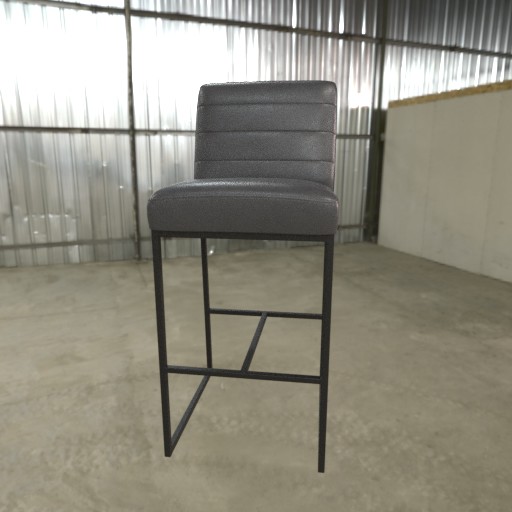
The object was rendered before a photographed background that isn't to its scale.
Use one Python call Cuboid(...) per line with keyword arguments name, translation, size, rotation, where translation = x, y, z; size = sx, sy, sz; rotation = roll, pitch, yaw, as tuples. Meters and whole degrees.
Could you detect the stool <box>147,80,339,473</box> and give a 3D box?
Cuboid(name="stool", translation=(0.000, 0.000, 1.316), size=(0.457, 1.040, 0.552), rotation=(2, 13, 8))
